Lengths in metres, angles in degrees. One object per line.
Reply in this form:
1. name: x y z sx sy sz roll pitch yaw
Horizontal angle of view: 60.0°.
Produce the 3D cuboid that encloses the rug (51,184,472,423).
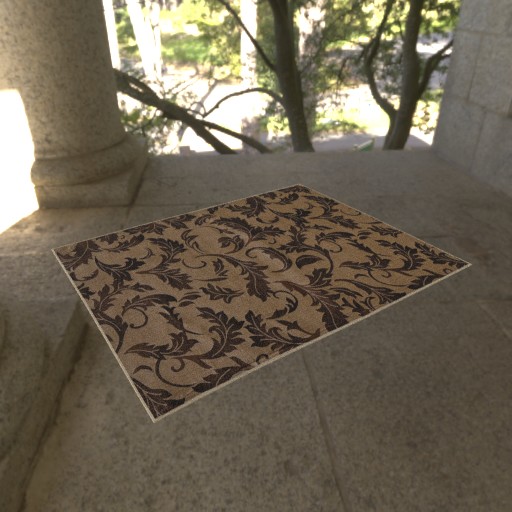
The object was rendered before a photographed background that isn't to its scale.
1. rug: 0.000 0.000 3.990 2.977 0.008 2.380 -19 35 -29
